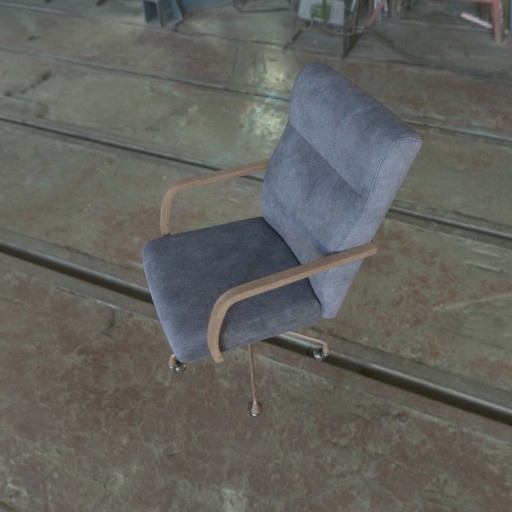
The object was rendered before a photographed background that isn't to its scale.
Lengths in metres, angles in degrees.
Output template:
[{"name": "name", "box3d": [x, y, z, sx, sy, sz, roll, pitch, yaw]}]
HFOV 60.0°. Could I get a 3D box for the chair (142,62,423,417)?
[{"name": "chair", "box3d": [0.000, 0.000, 1.489, 0.741, 1.029, 0.640, -17, 48, -16]}]
